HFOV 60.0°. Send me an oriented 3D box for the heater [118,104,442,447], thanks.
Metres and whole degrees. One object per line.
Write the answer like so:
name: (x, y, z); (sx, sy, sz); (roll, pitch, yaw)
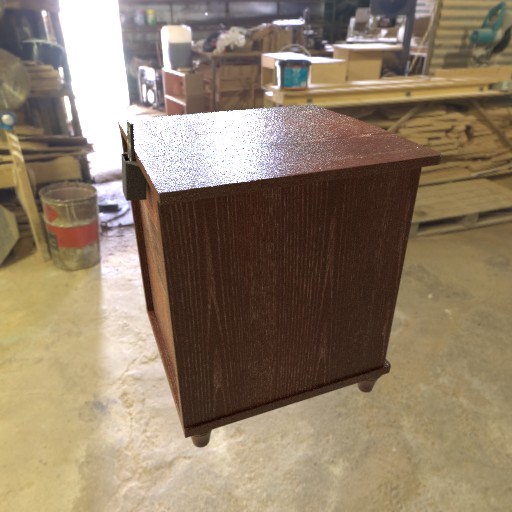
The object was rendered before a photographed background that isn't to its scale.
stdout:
heater: (0.000, 0.000, 0.759); (0.400, 0.481, 0.362); (-11, 31, -19)
